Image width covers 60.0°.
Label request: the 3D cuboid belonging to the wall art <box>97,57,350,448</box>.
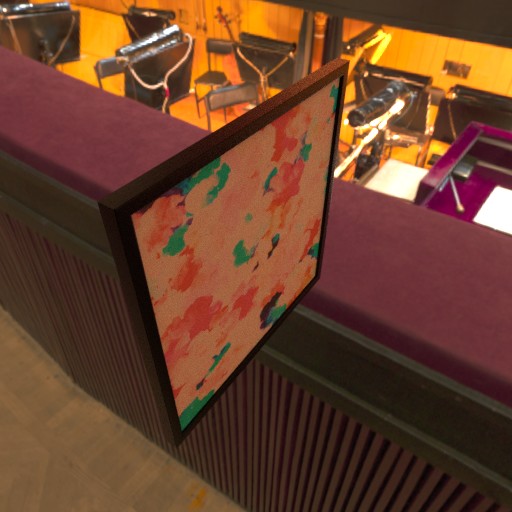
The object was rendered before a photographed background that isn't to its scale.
[{"bbox_3d":[0.000,0.000,1.121,0.036,0.755,0.756,25,48,25],"label":"wall art"}]
